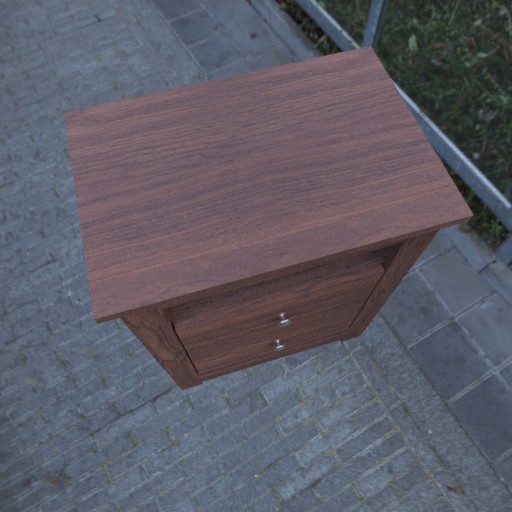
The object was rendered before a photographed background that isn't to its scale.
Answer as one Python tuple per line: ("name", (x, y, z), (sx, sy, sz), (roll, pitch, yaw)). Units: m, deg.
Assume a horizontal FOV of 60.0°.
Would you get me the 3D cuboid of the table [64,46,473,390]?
("table", (0.000, 0.000, 1.056), (0.589, 0.711, 0.406), (-15, 65, -7))
